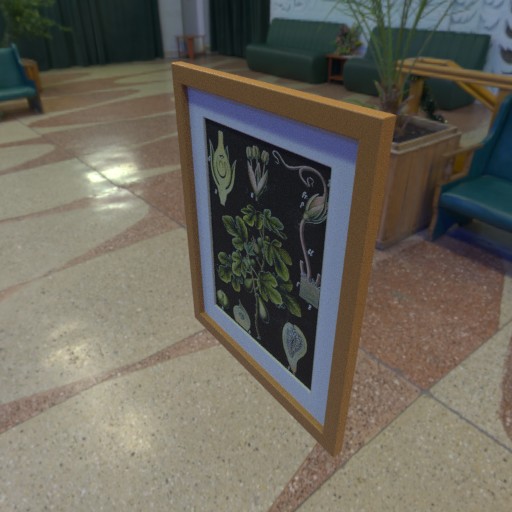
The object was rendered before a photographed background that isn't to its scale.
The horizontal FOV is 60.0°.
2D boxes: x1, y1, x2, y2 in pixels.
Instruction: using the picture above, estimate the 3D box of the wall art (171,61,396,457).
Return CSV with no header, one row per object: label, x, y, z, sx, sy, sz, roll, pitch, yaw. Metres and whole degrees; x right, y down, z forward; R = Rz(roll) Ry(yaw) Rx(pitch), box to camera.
wall art,0.000,0.000,0.745,0.022,0.553,0.452,-21,38,-31
